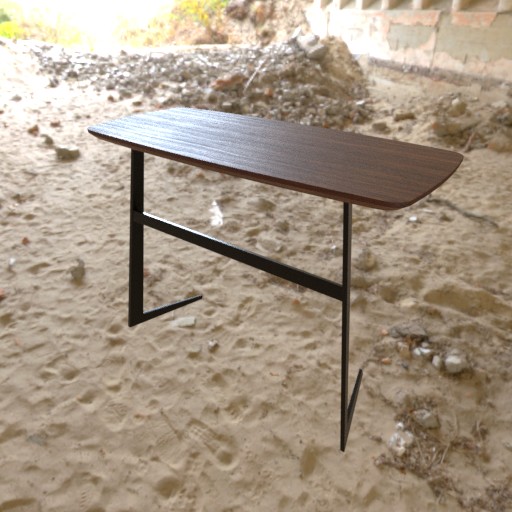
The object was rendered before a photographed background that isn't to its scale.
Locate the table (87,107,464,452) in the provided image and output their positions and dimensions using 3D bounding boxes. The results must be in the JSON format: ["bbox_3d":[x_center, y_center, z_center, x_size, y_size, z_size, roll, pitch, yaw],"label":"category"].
[{"bbox_3d":[0.000,0.000,1.096,0.804,0.576,0.361,20,35,32],"label":"table"}]
